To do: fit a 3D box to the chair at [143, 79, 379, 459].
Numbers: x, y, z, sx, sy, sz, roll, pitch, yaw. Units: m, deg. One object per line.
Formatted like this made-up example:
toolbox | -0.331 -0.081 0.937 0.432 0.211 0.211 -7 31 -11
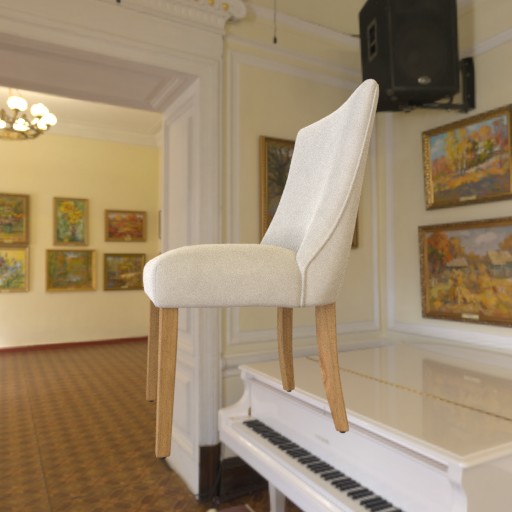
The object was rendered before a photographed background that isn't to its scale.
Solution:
chair | 0.000 0.000 1.266 0.610 0.902 0.495 0 -1 -17
